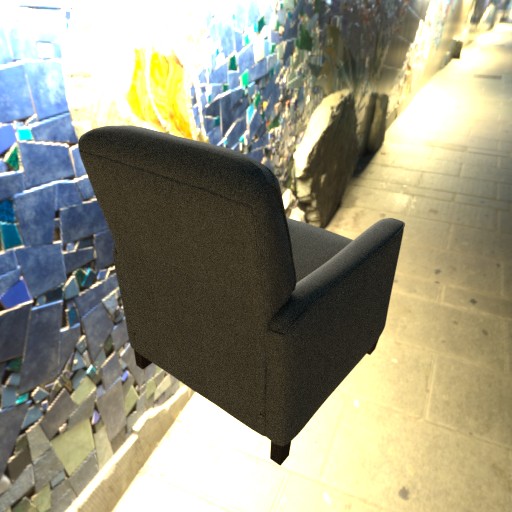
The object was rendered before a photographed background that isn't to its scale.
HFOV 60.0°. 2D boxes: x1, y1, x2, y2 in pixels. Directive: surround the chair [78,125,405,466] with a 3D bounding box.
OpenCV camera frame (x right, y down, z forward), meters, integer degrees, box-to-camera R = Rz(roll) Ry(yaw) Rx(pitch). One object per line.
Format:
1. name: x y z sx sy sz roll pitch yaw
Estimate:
1. chair: 0.000 0.000 1.634 0.841 1.028 0.858 22 37 32
